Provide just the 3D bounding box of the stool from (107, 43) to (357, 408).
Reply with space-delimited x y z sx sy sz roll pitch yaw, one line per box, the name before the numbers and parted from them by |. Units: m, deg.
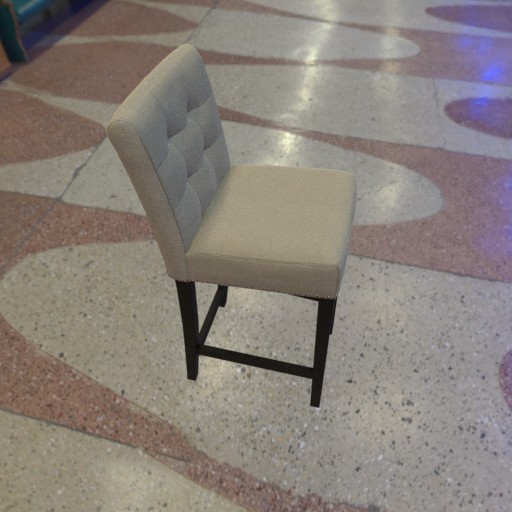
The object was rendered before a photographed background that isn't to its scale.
stool | 0.000 0.000 1.329 0.548 1.047 0.411 11 48 10
